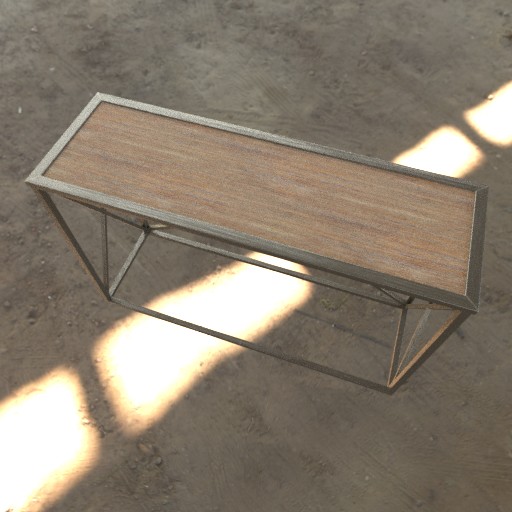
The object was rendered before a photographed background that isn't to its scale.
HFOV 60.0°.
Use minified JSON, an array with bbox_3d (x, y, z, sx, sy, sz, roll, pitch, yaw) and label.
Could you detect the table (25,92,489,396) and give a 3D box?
[{"bbox_3d":[0.000,0.000,1.538,1.216,0.753,0.402,16,59,10],"label":"table"}]
